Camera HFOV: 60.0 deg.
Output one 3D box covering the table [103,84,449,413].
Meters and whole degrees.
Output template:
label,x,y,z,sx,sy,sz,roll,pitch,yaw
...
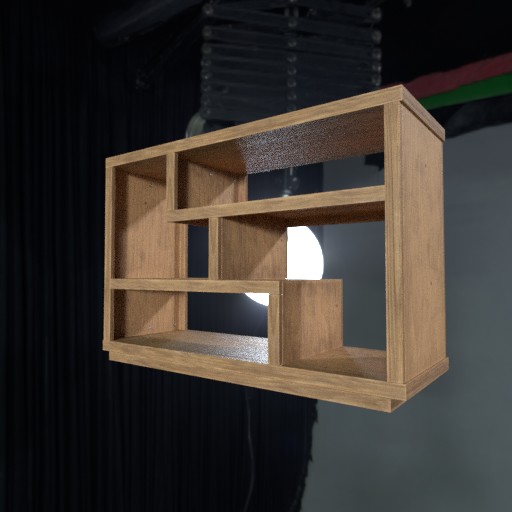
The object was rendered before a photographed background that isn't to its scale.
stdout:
label,x,y,z,sx,sy,sz,roll,pitch,yaw
table,0.000,0.000,1.533,1.151,0.771,0.410,-2,-3,36
